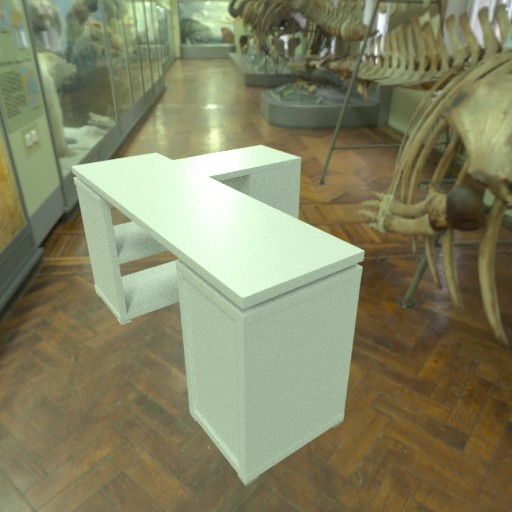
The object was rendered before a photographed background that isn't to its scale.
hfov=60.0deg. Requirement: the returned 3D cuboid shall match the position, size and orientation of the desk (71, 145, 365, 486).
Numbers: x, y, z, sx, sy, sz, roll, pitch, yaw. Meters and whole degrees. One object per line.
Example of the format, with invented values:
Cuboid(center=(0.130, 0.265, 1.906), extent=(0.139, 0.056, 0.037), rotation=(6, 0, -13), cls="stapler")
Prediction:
Cuboid(center=(0.000, 0.000, 2.181), extent=(1.200, 0.753, 1.524), rotation=(-19, 33, -32), cls="desk")
